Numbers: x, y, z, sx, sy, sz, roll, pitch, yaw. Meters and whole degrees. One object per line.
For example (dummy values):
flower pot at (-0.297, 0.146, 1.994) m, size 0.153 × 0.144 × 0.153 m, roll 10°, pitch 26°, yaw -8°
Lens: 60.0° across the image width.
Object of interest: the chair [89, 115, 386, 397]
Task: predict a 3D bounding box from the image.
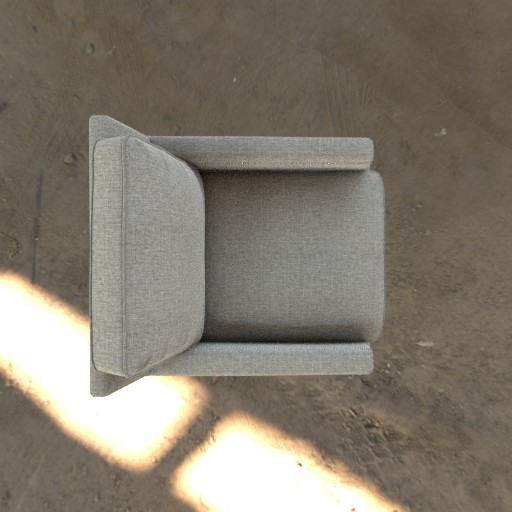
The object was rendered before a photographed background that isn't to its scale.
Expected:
chair at (0.000, 0.000, 1.660) m, size 1.014 × 0.943 × 0.853 m, roll 0°, pitch 90°, yaw -1°
